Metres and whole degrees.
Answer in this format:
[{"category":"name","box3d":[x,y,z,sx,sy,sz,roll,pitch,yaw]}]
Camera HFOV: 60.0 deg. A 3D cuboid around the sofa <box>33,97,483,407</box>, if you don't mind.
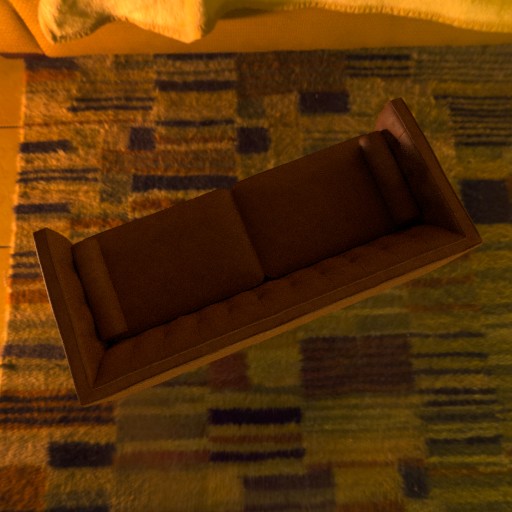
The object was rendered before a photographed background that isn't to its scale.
[{"category":"sofa","box3d":[0.000,0.000,2.549,2.079,0.798,0.912,-21,77,-5]}]
